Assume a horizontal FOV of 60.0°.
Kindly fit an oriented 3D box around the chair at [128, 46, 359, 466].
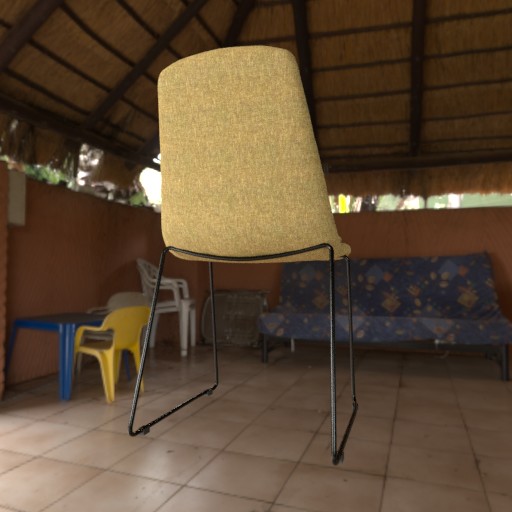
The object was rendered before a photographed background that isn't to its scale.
[{"bbox_3d":[0.000,0.000,1.135,0.479,0.849,0.496,-1,-2,19],"label":"chair"}]
